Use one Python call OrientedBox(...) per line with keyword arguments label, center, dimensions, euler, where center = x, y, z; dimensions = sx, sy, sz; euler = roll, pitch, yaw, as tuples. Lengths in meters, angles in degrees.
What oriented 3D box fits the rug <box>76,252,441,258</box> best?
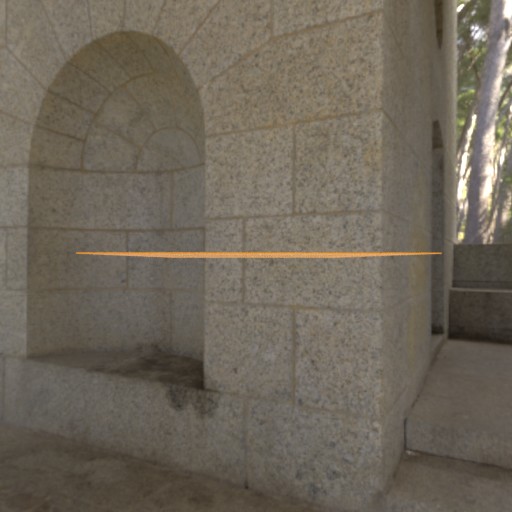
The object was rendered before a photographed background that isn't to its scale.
OrientedBox(label="rug", center=(0.000, 0.000, 3.016), dimensions=(1.525, 0.007, 2.336), euler=(0, -1, -1))
